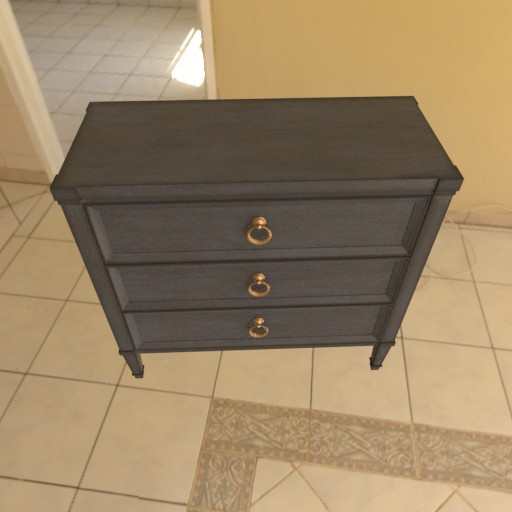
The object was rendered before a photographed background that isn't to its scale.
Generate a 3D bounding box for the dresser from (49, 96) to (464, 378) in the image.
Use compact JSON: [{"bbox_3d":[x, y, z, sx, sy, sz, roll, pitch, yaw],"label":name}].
[{"bbox_3d":[0.000,0.000,1.627,1.049,0.986,0.463,-2,46,-2],"label":"dresser"}]
